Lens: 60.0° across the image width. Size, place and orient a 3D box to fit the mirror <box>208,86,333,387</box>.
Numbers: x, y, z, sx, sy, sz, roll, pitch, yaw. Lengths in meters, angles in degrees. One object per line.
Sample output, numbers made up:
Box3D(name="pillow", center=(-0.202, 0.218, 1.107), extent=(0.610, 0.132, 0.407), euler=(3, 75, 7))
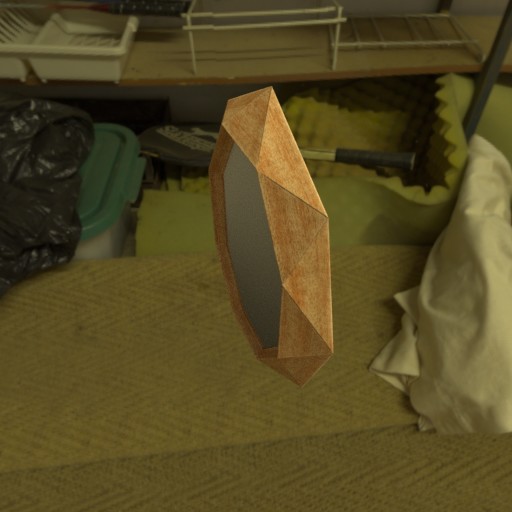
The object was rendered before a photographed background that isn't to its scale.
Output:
Box3D(name="mirror", center=(0.000, 0.000, 0.996), extent=(0.070, 0.774, 0.577), euler=(-18, 48, -16))
